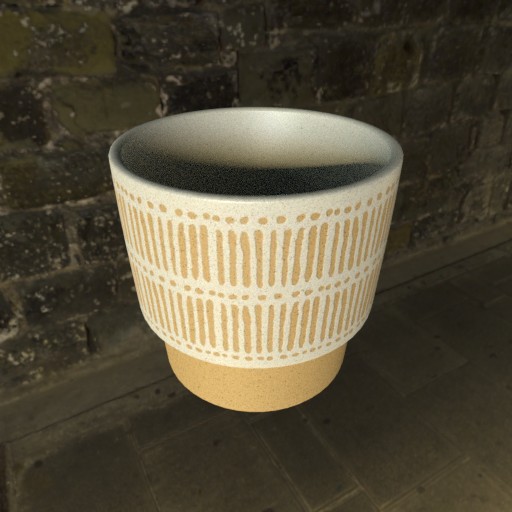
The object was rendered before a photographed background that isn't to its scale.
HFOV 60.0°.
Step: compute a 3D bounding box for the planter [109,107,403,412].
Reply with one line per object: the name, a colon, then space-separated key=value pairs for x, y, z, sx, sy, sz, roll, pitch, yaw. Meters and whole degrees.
planter: x=0.000 y=0.000 z=0.572 sx=0.317 sy=0.303 sz=0.317 roll=0 pitch=32 yaw=0
